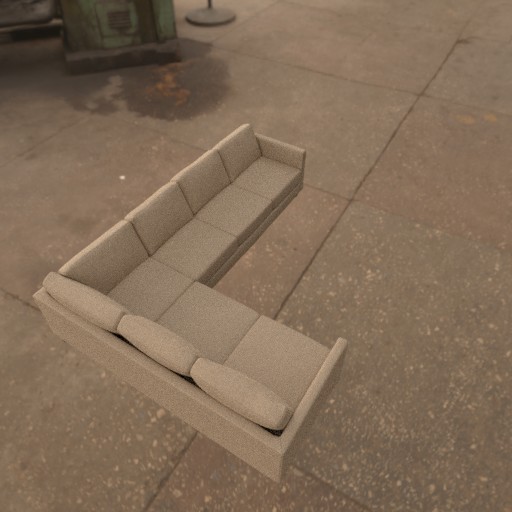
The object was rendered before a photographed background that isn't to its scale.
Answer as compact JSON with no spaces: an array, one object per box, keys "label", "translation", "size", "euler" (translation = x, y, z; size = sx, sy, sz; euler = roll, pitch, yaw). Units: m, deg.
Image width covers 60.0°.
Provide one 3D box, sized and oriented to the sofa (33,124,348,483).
[{"label":"sofa","translation":[0.000,0.000,4.333],"size":[2.432,0.863,3.182],"euler":[24,51,22]}]
